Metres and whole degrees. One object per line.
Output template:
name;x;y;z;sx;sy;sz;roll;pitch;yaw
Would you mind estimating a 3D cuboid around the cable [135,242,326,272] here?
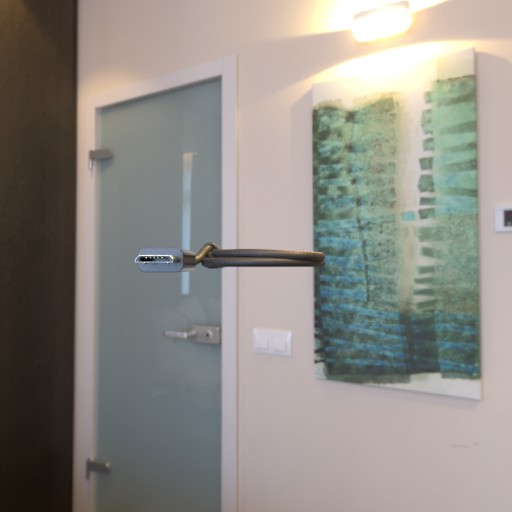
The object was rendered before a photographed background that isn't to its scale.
cable;0.000;0.000;0.219;0.070;0.014;0.192;0;-1;0
